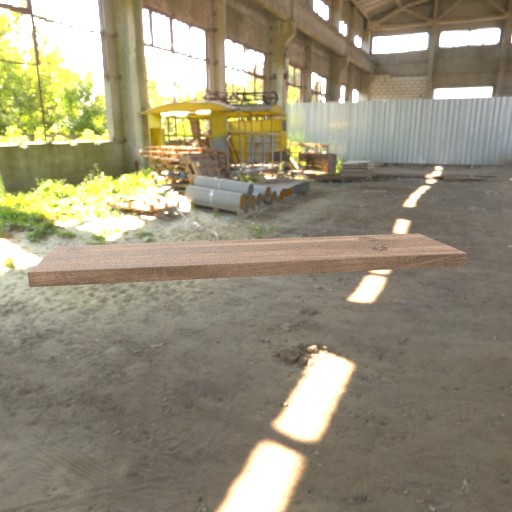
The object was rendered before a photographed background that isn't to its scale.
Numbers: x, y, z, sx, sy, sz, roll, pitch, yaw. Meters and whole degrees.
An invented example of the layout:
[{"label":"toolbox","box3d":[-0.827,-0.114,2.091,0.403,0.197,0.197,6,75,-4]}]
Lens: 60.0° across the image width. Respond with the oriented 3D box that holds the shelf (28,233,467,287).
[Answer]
[{"label":"shelf","box3d":[0.000,0.000,0.677,0.610,0.020,0.140,-2,15,-9]}]
